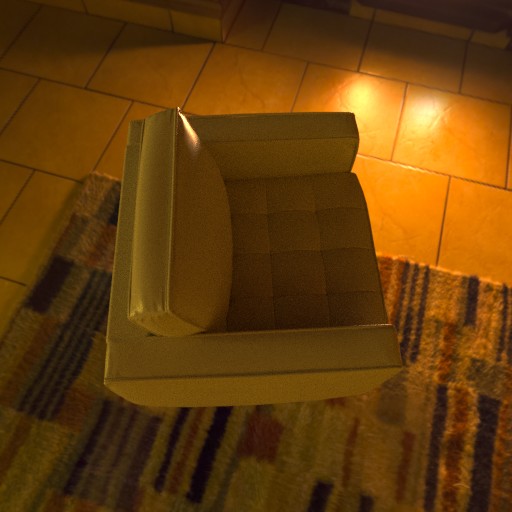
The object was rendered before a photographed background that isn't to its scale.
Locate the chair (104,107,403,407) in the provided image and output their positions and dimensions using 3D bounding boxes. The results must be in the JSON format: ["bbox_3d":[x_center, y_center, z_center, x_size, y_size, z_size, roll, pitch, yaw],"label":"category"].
[{"bbox_3d":[0.000,0.000,1.503,0.843,0.773,0.928,-2,64,-1],"label":"chair"}]
